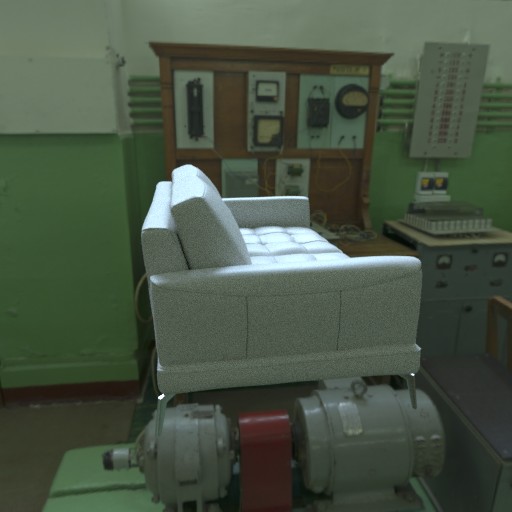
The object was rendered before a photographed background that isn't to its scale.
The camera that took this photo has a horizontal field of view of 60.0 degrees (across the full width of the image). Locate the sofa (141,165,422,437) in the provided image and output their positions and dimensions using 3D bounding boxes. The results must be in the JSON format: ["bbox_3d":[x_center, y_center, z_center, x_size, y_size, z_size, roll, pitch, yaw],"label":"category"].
[{"bbox_3d":[0.000,0.000,2.519,1.121,0.930,1.819,-3,17,-9],"label":"sofa"}]
